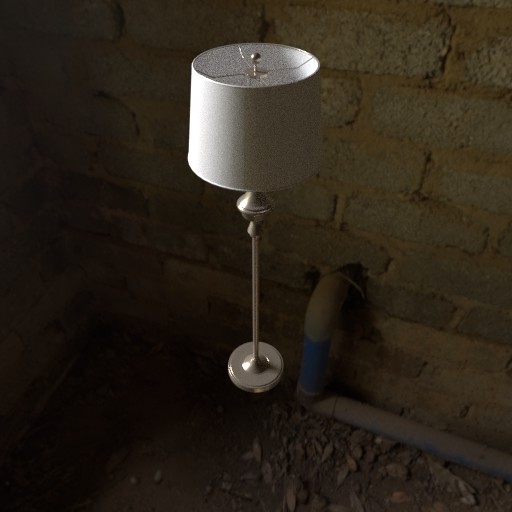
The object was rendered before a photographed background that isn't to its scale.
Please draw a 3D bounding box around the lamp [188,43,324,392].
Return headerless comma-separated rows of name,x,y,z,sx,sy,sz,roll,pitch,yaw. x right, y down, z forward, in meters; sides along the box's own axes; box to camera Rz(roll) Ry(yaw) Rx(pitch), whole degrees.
lamp,0.000,0.000,1.705,0.431,1.488,0.431,0,42,0
